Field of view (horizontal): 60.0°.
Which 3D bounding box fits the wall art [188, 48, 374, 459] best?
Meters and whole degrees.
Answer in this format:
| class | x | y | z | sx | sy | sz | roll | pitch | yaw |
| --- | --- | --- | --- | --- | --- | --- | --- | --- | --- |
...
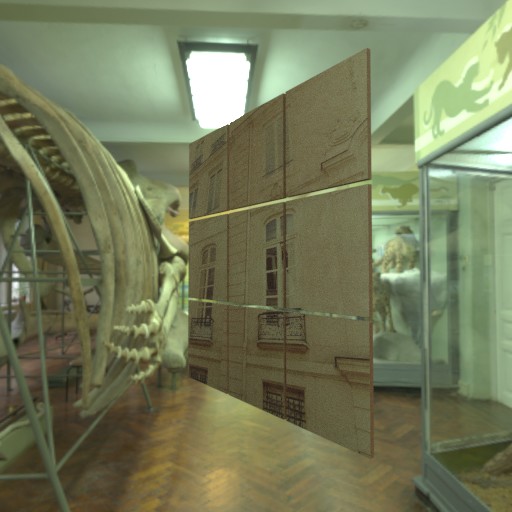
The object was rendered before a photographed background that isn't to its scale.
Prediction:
| class | x | y | z | sx | sy | sz | roll | pitch | yaw |
| --- | --- | --- | --- | --- | --- | --- | --- | --- | --- |
| wall art | 0.000 | 0.000 | 1.823 | 0.024 | 1.218 | 1.221 | 1 | -2 | -34 |
